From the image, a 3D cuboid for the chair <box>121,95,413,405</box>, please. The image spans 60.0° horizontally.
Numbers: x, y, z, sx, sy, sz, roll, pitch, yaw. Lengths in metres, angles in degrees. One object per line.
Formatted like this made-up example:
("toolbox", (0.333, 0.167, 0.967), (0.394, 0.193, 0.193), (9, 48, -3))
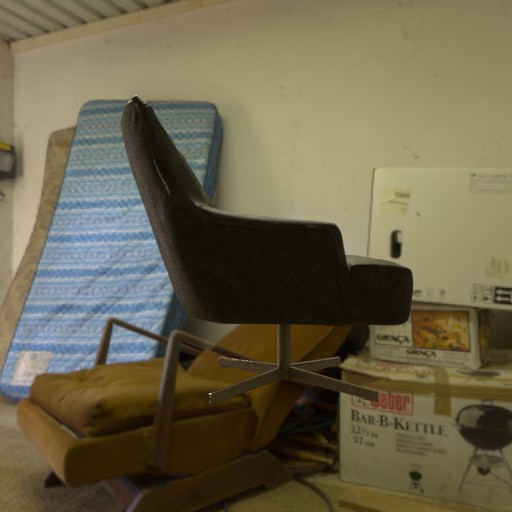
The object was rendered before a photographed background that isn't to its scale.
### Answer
("chair", (0.000, 0.000, 1.528), (0.874, 0.870, 0.738), (0, 0, -1))
